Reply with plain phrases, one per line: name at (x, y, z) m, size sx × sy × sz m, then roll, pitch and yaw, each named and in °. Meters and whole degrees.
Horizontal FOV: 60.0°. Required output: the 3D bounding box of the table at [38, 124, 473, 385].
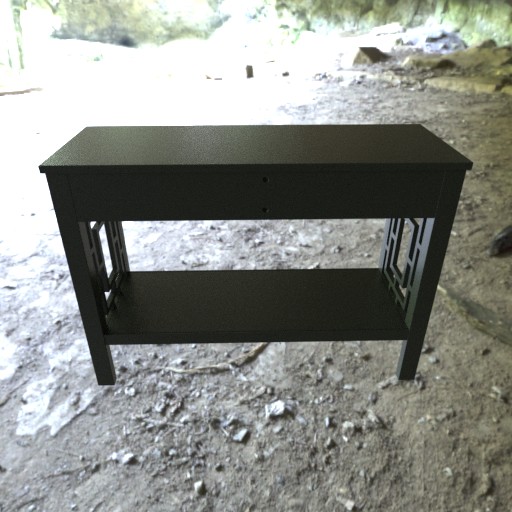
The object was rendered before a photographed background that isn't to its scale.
table at (0.000, 0.000, 1.446) m, size 1.068 × 0.753 × 0.397 m, roll -1°, pitch 30°, yaw -1°
